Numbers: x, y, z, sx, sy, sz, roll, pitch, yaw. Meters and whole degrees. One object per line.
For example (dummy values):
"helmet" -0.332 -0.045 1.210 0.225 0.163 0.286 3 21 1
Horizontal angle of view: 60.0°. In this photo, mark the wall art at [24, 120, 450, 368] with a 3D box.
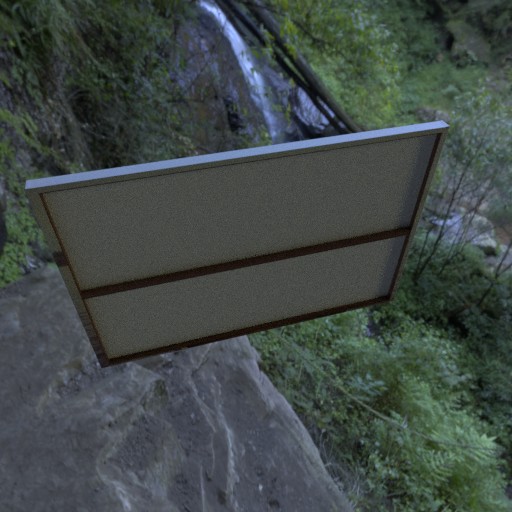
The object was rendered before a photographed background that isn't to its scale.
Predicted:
"wall art" 0.000 0.000 1.434 1.149 0.765 0.040 -11 44 -11
